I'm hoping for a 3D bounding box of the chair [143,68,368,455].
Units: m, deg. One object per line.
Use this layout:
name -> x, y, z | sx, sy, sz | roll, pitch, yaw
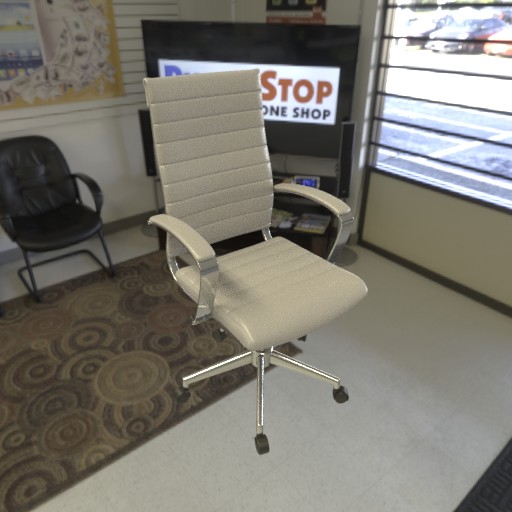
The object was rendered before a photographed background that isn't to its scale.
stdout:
chair -> 0.000, 0.000, 1.567 | 0.679, 1.149, 0.667 | -19, 35, -30
